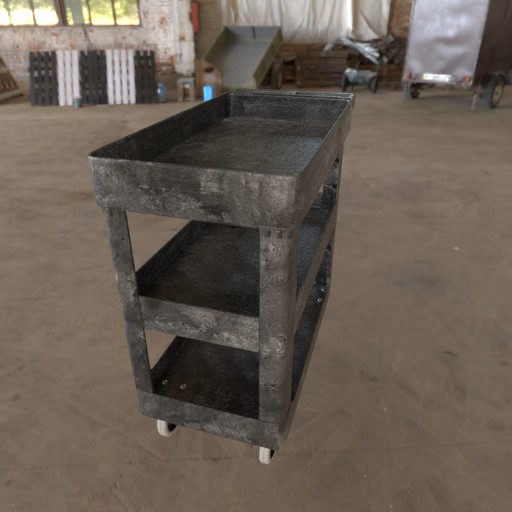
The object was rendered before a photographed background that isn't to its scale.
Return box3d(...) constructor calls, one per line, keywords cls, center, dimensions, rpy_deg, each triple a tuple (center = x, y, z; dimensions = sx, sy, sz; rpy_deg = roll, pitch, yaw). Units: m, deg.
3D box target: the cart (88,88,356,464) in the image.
box3d(cls="cart", center=(0.000, 0.000, 1.340), dimensions=(0.420, 0.824, 0.877), rpy_deg=(9, 30, 15))
